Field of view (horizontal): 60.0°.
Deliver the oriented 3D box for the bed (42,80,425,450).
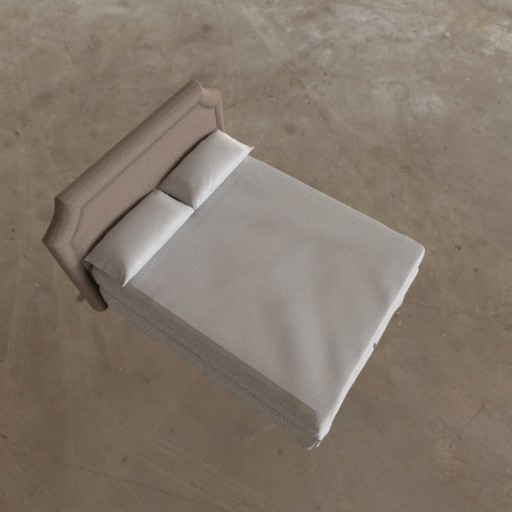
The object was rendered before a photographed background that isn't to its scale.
[{"bbox_3d":[0.000,0.000,3.299,2.164,1.303,1.828,31,64,17],"label":"bed"}]
